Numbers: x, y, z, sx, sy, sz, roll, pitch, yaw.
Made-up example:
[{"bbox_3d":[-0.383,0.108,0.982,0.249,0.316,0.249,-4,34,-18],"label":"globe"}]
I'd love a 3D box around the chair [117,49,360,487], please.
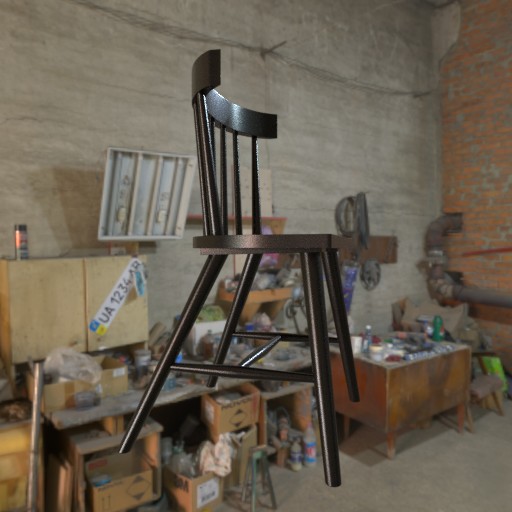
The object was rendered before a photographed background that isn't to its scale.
[{"bbox_3d":[0.000,0.000,1.119,0.483,0.844,0.506,0,1,17],"label":"chair"}]
